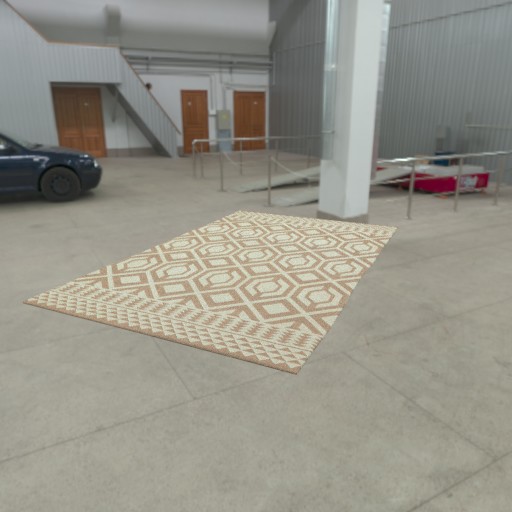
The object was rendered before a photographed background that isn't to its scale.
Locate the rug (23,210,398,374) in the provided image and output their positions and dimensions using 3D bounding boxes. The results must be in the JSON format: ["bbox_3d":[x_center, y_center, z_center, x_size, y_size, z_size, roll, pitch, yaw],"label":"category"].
[{"bbox_3d":[0.000,0.000,3.026,1.526,0.011,2.435,9,20,24],"label":"rug"}]
